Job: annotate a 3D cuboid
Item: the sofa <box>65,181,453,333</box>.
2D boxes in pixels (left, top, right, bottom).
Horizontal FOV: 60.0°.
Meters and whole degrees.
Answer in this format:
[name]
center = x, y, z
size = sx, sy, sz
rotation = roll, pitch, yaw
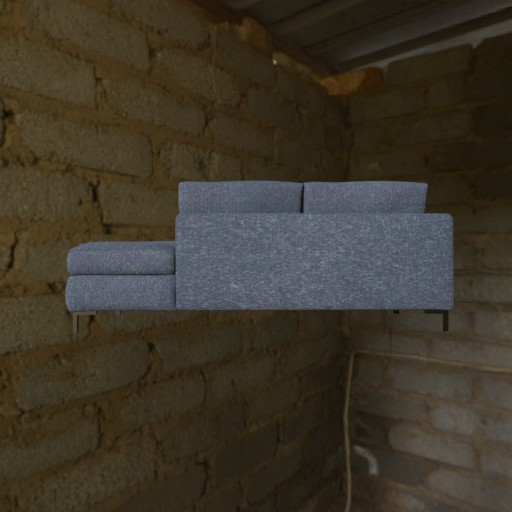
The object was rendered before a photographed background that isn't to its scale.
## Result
[sofa]
center = 0.000, 0.000, 3.718
size = 2.007, 0.815, 2.949
rotation = 0, 0, -1
